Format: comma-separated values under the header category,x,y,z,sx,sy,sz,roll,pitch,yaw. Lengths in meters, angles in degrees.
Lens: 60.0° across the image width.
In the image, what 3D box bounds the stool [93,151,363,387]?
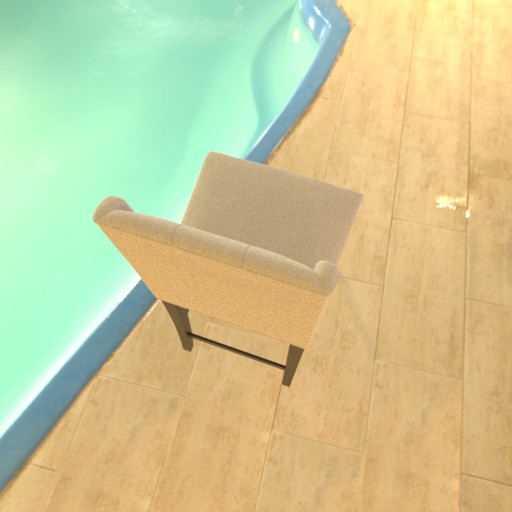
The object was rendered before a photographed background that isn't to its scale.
category,x,y,z,sx,sy,sz,roll,pitch,yaw
stool,0.000,0.000,1.249,0.474,0.939,0.509,17,64,9
